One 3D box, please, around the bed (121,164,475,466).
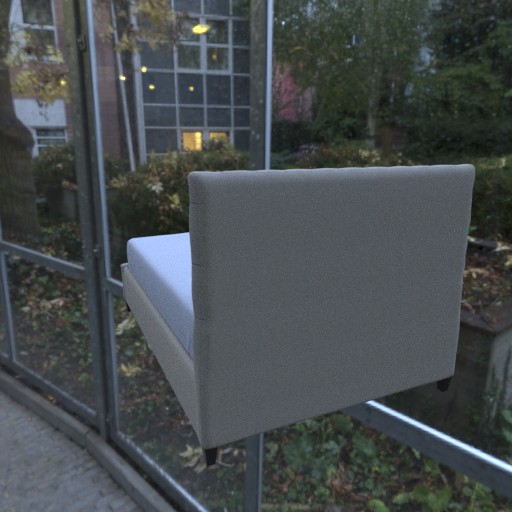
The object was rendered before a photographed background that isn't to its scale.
[{"bbox_3d":[0.000,0.000,3.365,1.698,1.427,2.387,-7,16,-24],"label":"bed"}]
